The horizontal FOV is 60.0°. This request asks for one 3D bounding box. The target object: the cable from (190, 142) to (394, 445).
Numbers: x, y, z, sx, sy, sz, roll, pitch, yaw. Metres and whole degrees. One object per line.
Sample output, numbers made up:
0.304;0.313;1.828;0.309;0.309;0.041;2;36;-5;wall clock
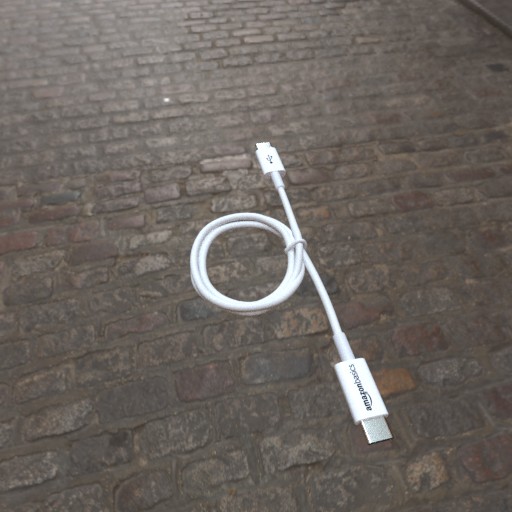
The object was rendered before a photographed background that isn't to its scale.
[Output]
0.000;0.000;0.231;0.070;0.014;0.203;-10;49;-8;cable
